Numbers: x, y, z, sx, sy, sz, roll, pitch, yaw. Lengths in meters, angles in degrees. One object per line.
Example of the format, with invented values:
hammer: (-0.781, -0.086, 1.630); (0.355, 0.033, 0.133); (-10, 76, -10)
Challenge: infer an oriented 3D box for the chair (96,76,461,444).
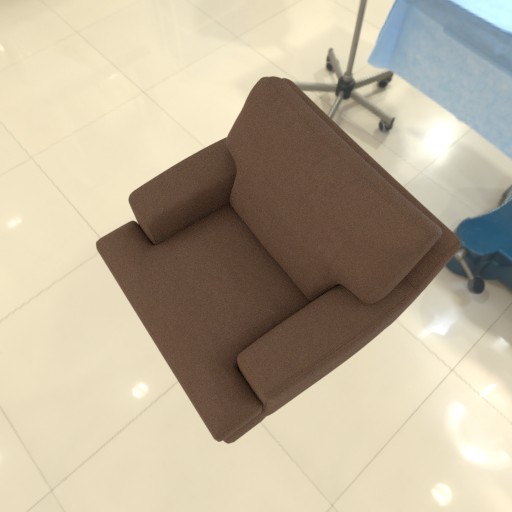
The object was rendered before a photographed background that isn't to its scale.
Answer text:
chair: (0.000, 0.000, 1.994); (1.143, 0.940, 1.168); (-32, 67, -16)
